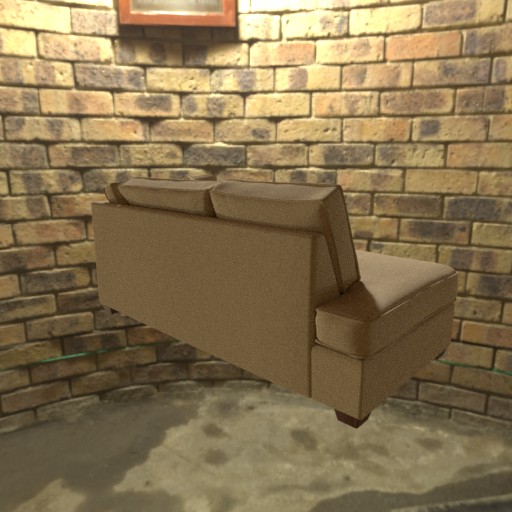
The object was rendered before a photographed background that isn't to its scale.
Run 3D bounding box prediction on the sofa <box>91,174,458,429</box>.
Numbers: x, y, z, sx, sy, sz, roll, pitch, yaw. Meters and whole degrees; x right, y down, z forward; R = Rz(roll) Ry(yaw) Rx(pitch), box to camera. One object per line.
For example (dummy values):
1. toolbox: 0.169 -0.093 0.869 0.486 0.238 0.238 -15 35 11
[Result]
1. sofa: 0.000 0.000 2.869 2.237 1.033 1.110 12 18 42
